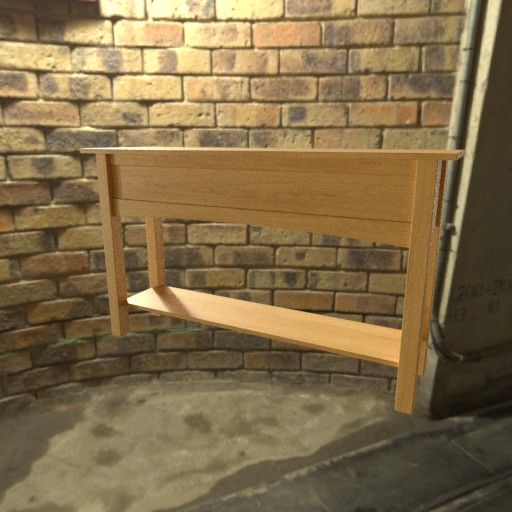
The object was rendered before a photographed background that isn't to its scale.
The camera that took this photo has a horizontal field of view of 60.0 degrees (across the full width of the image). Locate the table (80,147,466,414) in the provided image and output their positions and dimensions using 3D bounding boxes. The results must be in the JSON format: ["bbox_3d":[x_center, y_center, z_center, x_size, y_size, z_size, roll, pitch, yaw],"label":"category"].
[{"bbox_3d":[0.000,0.000,1.554,1.240,0.730,0.350,8,17,26],"label":"table"}]
